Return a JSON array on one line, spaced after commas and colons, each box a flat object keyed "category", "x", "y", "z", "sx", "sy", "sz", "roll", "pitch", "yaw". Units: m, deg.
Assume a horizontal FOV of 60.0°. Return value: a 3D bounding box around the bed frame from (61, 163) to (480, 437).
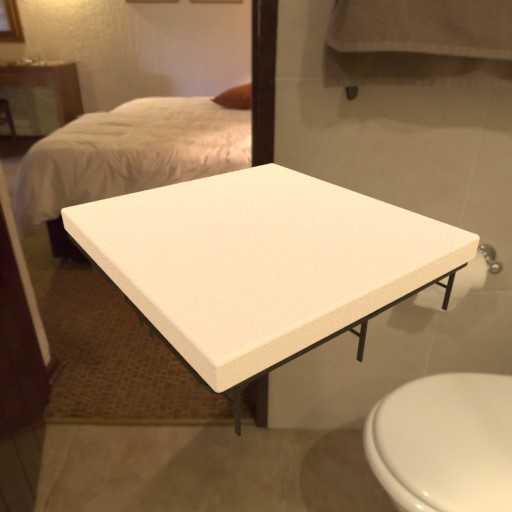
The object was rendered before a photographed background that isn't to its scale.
[{"category": "bed frame", "x": 0.000, "y": 0.000, "z": 3.035, "sx": 1.935, "sy": 0.525, "sz": 2.033, "roll": -19, "pitch": 33, "yaw": -32}]
